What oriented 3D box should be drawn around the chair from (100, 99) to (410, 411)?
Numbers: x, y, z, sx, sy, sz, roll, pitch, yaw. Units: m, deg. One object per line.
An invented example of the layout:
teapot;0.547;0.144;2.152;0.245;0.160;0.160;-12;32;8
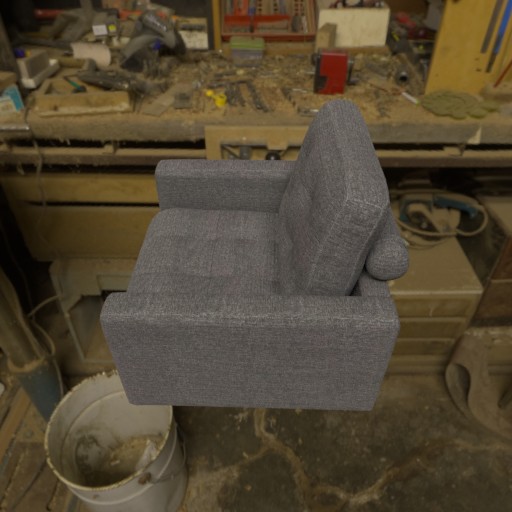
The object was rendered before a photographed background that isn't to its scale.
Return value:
chair;0.000;0.000;1.517;0.843;0.880;0.821;1;42;1
